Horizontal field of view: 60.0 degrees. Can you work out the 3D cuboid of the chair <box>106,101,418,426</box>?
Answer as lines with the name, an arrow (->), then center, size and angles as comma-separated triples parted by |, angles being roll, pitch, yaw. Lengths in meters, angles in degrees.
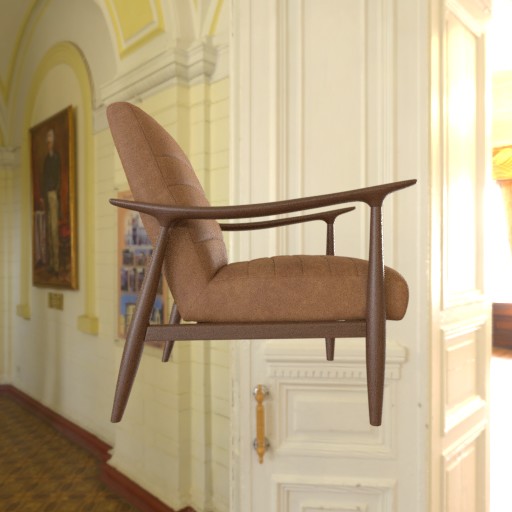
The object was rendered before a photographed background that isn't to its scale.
chair -> 0.000, 0.000, 1.425 | 0.798, 0.832, 0.741 | 0, 1, 0
